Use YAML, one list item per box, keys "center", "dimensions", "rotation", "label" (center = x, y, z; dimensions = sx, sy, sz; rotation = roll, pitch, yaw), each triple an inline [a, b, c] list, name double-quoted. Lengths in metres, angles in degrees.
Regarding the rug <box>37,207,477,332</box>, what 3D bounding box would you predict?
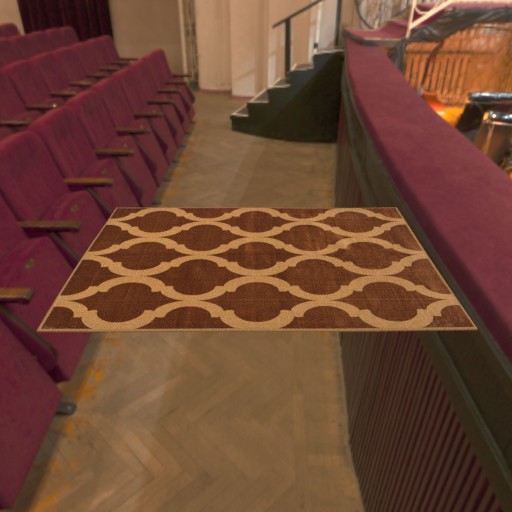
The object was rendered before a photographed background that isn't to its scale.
- center: [0.000, 0.000, 2.938]
  dimensions: [2.290, 0.014, 1.526]
  rotation: [0, 31, 0]
  label: "rug"
